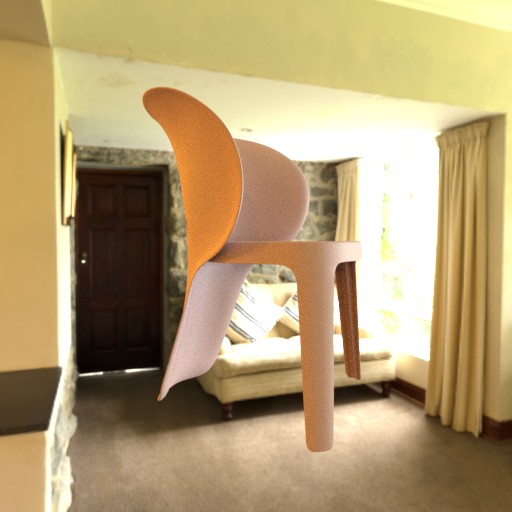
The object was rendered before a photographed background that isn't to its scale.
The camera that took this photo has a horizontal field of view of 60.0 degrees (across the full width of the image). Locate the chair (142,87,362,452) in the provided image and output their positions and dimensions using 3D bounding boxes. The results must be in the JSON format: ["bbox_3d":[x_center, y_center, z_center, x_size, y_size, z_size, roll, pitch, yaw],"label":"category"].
[{"bbox_3d":[0.000,0.000,0.863,0.402,0.554,0.451,1,2,20],"label":"chair"}]
